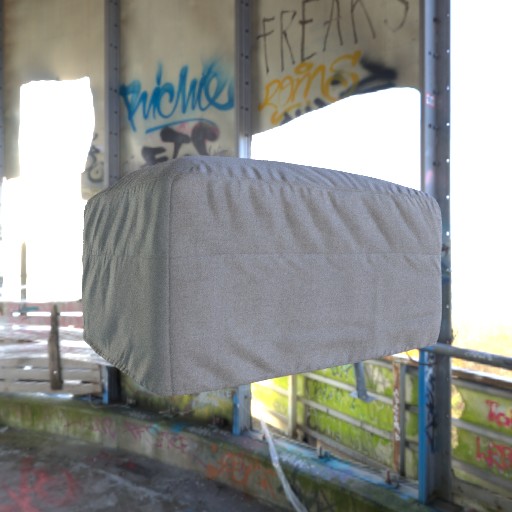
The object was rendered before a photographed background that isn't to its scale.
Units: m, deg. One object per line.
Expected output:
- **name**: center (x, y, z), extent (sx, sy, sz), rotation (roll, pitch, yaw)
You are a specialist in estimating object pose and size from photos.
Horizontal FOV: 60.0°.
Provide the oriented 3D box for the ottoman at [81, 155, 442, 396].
- **ottoman**: center (0.000, 0.000, 1.243), extent (0.837, 0.481, 0.683), rotation (0, 0, -34)
